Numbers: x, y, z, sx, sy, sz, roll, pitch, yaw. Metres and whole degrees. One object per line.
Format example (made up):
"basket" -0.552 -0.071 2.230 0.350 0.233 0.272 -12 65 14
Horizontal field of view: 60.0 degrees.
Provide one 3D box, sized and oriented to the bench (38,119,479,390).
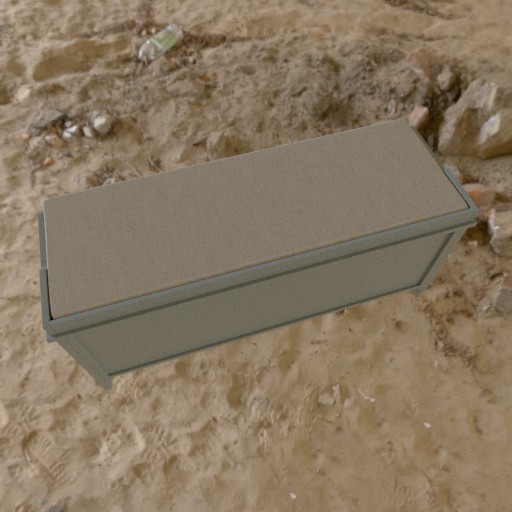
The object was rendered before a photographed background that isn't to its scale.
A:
"bench" 0.000 0.000 1.388 1.140 0.501 0.398 -15 59 -9
